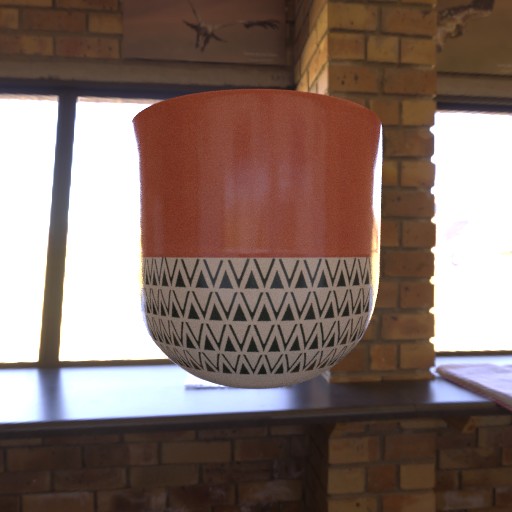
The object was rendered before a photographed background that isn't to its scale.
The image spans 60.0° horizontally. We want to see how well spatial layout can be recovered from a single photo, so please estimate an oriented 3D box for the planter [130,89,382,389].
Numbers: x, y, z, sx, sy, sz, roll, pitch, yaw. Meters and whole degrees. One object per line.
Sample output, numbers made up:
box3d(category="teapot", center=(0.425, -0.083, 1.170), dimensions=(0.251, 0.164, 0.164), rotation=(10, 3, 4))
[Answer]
box3d(category="planter", center=(0.000, 0.000, 0.488), dimensions=(0.266, 0.270, 0.266), rotation=(0, 0, 0))
